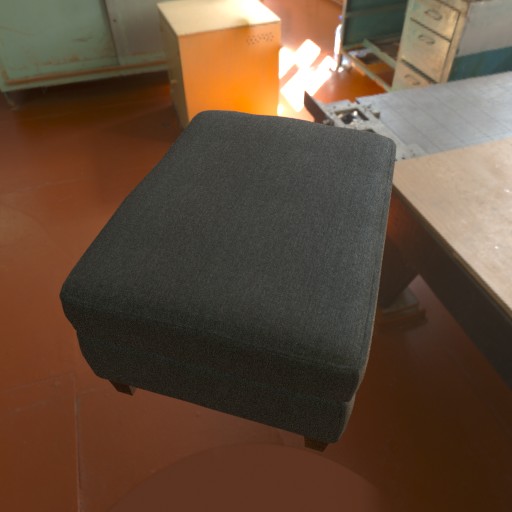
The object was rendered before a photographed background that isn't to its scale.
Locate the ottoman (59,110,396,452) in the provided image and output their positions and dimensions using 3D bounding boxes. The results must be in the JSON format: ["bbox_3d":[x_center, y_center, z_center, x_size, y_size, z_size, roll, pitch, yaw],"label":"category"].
[{"bbox_3d":[0.000,0.000,1.219,0.639,0.496,0.826,12,47,11],"label":"ottoman"}]
